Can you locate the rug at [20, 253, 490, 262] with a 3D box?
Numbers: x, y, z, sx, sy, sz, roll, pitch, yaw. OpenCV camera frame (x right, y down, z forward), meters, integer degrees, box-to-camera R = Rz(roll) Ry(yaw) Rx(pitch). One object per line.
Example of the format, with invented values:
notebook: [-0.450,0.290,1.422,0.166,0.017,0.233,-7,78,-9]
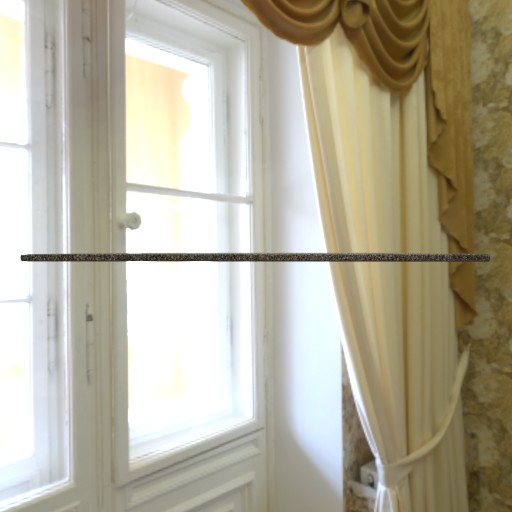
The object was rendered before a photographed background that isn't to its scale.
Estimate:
rug: [0.000,0.000,2.099,1.601,0.025,1.198,0,1,1]
